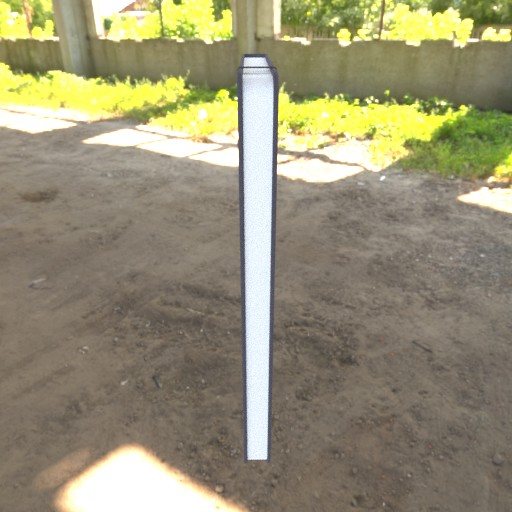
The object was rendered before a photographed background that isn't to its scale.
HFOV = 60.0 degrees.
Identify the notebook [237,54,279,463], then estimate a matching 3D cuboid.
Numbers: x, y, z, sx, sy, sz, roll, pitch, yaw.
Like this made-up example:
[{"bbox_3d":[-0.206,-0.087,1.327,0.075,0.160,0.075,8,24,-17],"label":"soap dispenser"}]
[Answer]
[{"bbox_3d":[0.000,0.000,0.263,0.016,0.213,0.127,0,27,-1],"label":"notebook"}]
